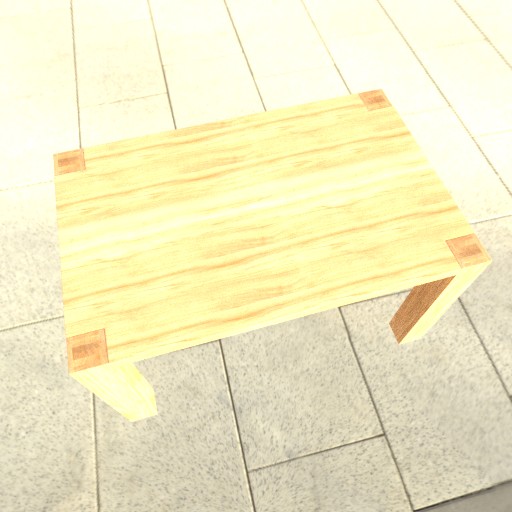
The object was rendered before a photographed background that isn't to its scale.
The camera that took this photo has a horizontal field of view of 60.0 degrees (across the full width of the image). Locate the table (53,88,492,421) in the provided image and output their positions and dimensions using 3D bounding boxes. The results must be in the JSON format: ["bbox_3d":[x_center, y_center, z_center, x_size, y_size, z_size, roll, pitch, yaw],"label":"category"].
[{"bbox_3d":[0.000,0.000,1.940,1.400,0.760,0.900,-14,61,-8],"label":"table"}]
